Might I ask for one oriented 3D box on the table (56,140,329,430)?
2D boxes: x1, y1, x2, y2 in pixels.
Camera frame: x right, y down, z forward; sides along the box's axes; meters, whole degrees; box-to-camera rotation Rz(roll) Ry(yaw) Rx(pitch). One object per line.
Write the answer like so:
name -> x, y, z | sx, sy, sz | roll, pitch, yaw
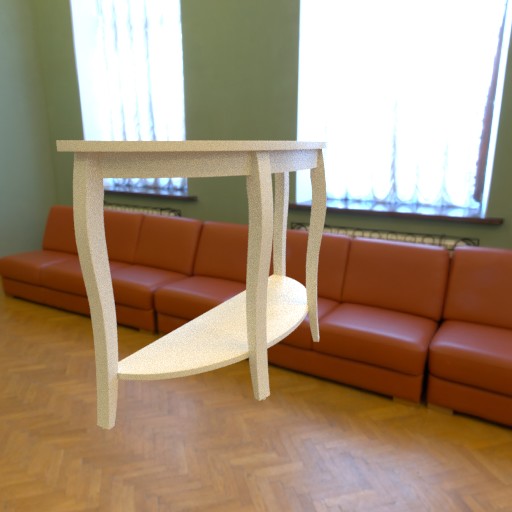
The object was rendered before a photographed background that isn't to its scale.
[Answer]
table -> 0.000, 0.000, 1.554 | 0.394, 0.780, 1.219 | 8, 16, 28
